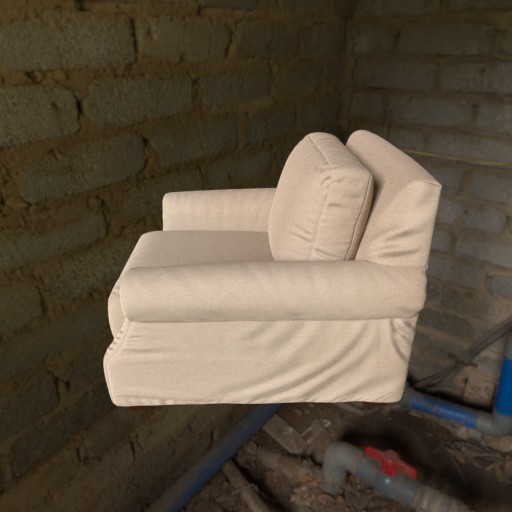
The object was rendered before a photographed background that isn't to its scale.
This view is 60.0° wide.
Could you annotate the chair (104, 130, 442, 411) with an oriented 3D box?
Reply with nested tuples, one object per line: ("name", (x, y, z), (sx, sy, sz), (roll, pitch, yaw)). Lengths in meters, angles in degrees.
("chair", (0.000, 0.000, 1.743), (1.066, 0.866, 0.940), (-1, 26, -1))
